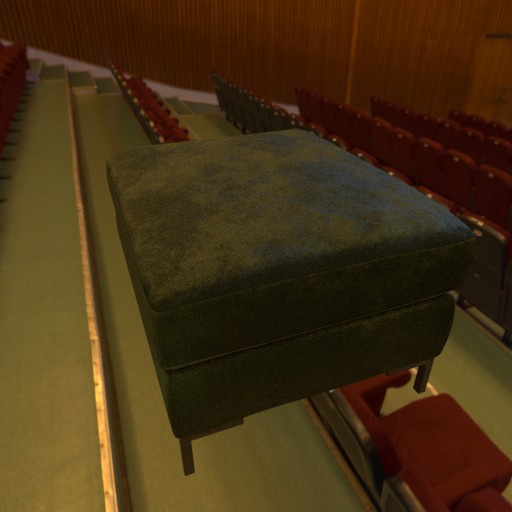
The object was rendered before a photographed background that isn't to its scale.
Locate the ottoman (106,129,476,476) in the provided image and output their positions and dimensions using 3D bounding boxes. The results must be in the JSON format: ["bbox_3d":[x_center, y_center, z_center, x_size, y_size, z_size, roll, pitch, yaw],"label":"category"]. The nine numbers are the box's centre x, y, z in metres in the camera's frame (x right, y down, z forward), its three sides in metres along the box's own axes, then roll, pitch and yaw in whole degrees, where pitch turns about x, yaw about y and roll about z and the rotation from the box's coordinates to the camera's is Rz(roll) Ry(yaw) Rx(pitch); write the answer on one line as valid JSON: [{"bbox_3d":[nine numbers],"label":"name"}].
[{"bbox_3d":[0.000,0.000,1.256,0.701,0.538,0.839,-12,33,-18],"label":"ottoman"}]
